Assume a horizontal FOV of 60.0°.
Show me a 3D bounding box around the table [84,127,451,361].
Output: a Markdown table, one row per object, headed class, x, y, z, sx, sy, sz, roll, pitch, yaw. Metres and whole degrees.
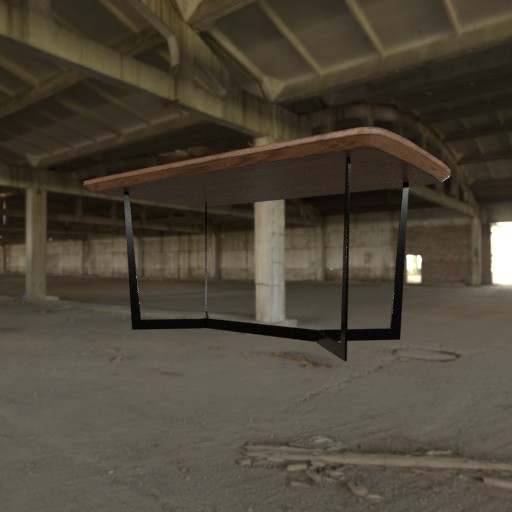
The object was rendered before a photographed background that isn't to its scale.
| class | x | y | z | sx | sy | sz | roll | pitch | yaw |
| --- | --- | --- | --- | --- | --- | --- | --- | --- | --- |
| table | 0.000 | 0.000 | 2.167 | 1.643 | 0.765 | 0.949 | -1 | -1 | 37 |
